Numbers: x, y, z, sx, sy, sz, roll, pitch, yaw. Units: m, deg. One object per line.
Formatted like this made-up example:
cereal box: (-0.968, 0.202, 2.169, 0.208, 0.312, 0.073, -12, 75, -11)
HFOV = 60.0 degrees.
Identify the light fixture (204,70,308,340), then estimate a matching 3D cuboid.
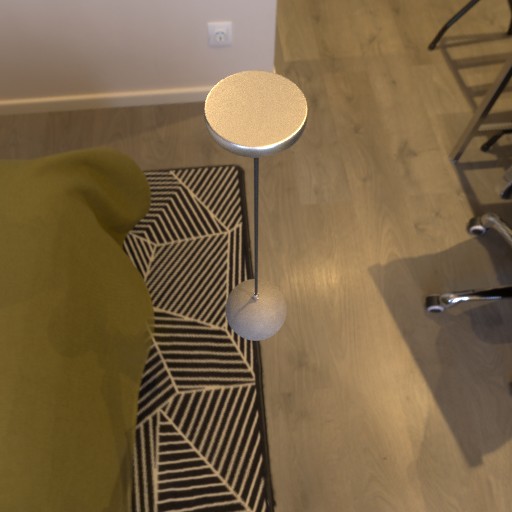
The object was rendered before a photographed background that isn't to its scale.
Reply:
light fixture: (0.000, 0.000, 0.842, 0.153, 0.760, 0.153, -33, 68, -15)
